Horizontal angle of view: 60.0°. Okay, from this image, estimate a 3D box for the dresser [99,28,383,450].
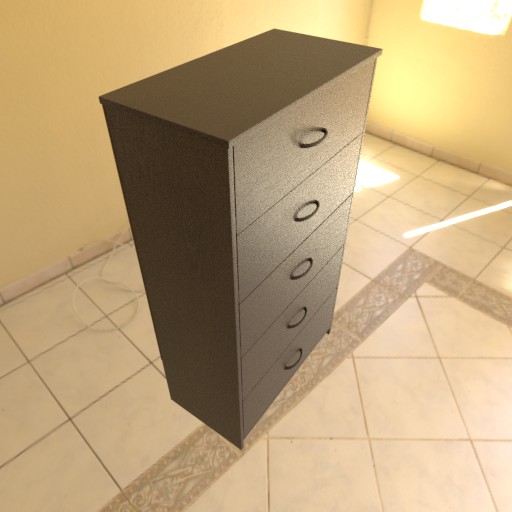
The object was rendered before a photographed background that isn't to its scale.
[{"bbox_3d":[0.000,0.000,1.536,0.418,1.254,0.704,25,47,26],"label":"dresser"}]
